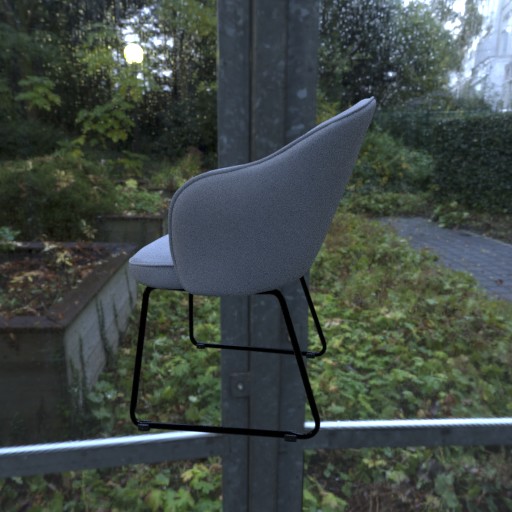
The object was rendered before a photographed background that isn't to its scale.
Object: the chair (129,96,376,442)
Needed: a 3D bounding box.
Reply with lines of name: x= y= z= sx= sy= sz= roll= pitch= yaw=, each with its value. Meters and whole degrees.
chair: x=0.000 y=0.000 z=1.225 sx=0.592 sy=0.817 sz=0.570 roll=2 pitch=14 yaw=9
